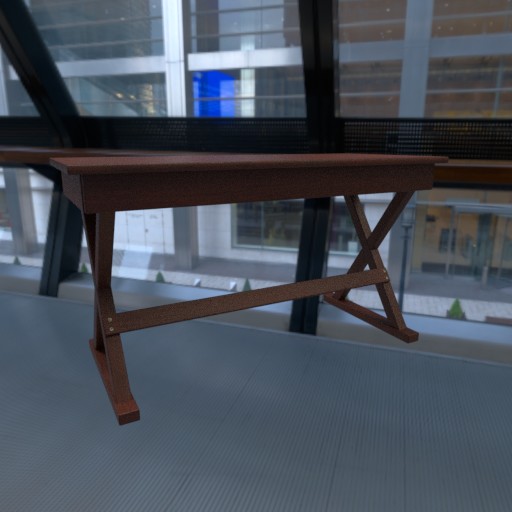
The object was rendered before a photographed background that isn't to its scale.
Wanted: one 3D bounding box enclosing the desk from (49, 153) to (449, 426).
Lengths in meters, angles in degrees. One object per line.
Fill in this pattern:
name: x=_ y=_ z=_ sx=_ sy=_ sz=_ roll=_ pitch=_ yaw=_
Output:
desk: x=0.000 y=0.000 z=1.751 sx=1.372 sy=0.761 sz=0.600 roll=-8 pitch=16 yaw=-27
